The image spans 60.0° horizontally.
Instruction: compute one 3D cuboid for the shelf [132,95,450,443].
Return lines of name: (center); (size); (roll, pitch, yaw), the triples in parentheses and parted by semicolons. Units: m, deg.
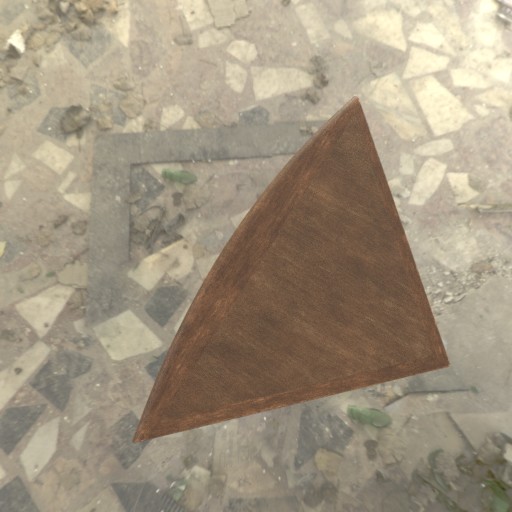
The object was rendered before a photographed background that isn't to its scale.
shelf: (0.000, 0.000, 0.476); (0.310, 0.050, 0.310); (-13, 76, -3)
